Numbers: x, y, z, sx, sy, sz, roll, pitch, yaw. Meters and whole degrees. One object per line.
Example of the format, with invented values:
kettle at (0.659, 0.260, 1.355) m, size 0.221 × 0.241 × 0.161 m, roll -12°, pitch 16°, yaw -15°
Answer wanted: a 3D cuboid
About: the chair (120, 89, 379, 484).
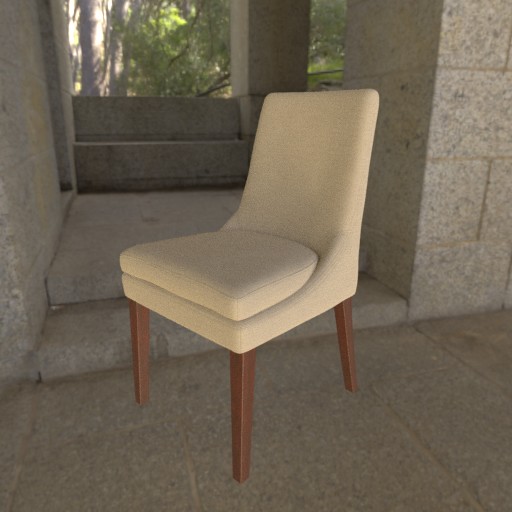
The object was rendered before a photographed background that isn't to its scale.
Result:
chair at (0.000, 0.000, 1.320) m, size 0.515 × 0.940 × 0.638 m, roll 16°, pitch 24°, yaw 41°
